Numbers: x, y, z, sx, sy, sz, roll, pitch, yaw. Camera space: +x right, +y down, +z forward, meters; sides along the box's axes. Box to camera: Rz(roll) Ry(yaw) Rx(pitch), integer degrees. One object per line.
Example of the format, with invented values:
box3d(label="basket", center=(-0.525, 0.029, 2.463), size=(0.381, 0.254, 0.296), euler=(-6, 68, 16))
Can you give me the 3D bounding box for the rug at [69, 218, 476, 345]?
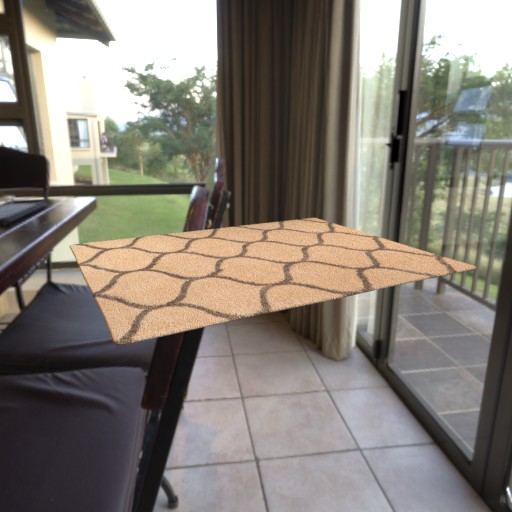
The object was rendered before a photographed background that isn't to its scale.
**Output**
box3d(label="rug", center=(0.000, 0.000, 4.116), size=(3.000, 0.026, 2.399), euler=(-8, 18, -26))
